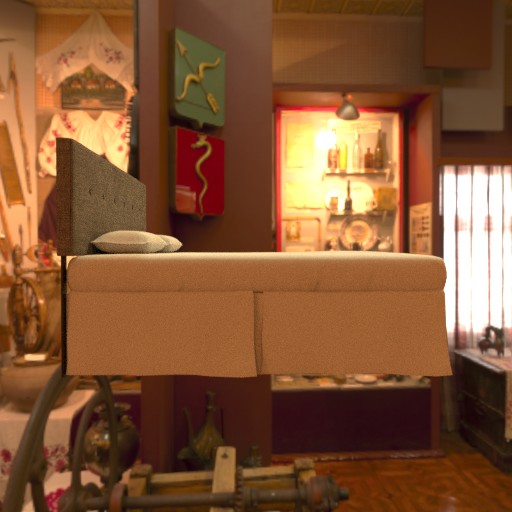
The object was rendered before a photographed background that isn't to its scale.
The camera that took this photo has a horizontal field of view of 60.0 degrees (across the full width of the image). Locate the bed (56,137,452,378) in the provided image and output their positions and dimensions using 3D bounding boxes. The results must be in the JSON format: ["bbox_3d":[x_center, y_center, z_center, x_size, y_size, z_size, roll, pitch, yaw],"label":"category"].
[{"bbox_3d":[0.000,0.000,2.946,1.958,1.168,1.621,0,1,-1],"label":"bed"}]
